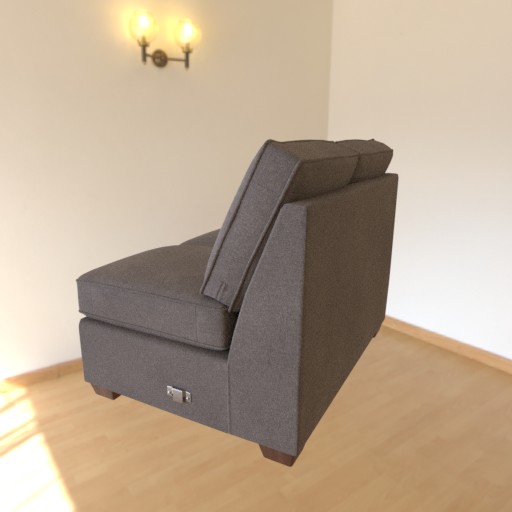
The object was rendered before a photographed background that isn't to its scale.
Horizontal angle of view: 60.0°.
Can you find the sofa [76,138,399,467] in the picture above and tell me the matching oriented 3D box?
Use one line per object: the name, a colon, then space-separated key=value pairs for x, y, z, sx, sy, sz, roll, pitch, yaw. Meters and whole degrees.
sofa: x=0.000 y=0.000 z=1.967 sx=0.951 sy=1.008 sz=1.237 roll=8 pitch=17 yaw=27
